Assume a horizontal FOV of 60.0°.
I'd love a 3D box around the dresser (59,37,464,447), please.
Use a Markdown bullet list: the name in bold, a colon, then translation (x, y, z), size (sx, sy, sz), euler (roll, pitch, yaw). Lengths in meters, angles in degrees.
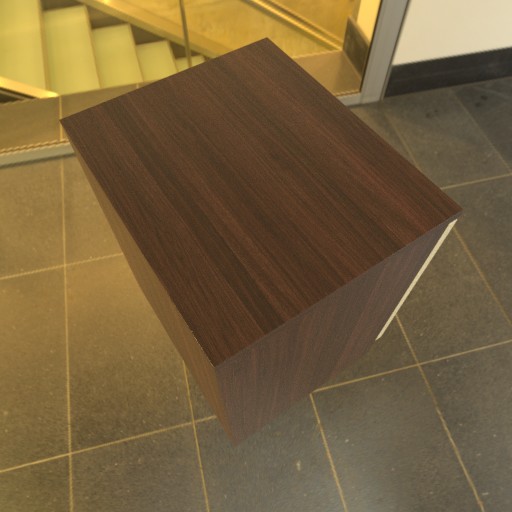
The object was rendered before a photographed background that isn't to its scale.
- **dresser**: translation (0.000, 0.000, 0.751), size (0.360, 0.470, 0.400), euler (-30, 63, -17)
